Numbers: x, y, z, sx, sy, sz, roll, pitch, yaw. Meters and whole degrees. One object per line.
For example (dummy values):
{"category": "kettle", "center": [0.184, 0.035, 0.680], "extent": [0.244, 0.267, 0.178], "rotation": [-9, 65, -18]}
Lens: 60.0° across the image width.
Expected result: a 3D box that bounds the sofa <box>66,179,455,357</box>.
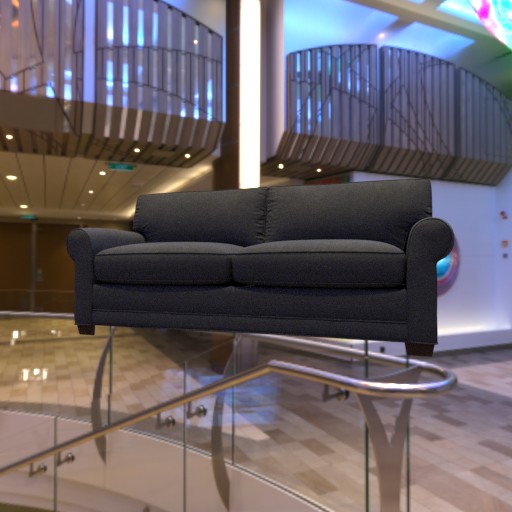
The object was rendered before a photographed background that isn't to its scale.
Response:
{"category": "sofa", "center": [0.000, 0.000, 2.962], "extent": [2.391, 1.026, 0.954], "rotation": [0, -1, 19]}
